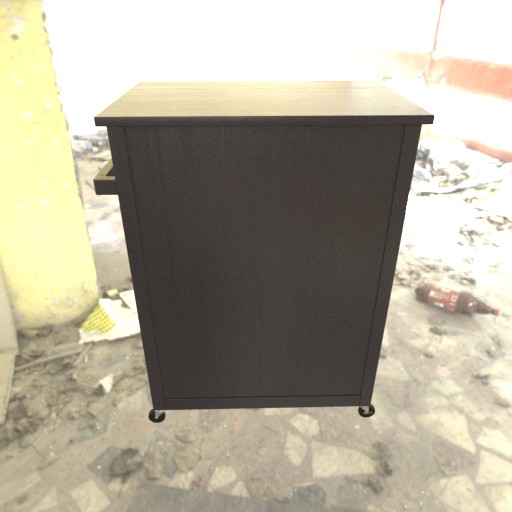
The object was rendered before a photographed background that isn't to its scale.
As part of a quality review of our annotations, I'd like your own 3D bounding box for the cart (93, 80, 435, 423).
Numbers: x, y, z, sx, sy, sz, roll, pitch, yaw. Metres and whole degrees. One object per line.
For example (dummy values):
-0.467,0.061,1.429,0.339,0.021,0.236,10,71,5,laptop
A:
0.000,0.000,1.265,0.690,0.878,0.449,-1,30,-1,cart
